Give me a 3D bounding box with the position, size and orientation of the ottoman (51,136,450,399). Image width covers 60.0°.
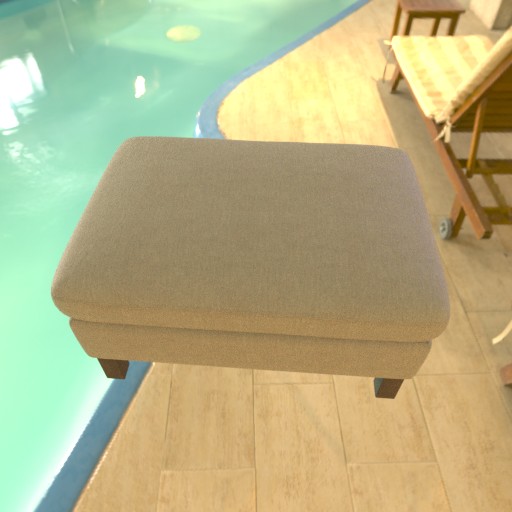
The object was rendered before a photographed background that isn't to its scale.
[{"bbox_3d":[0.000,0.000,1.039,0.735,0.404,0.528,3,47,3],"label":"ottoman"}]
